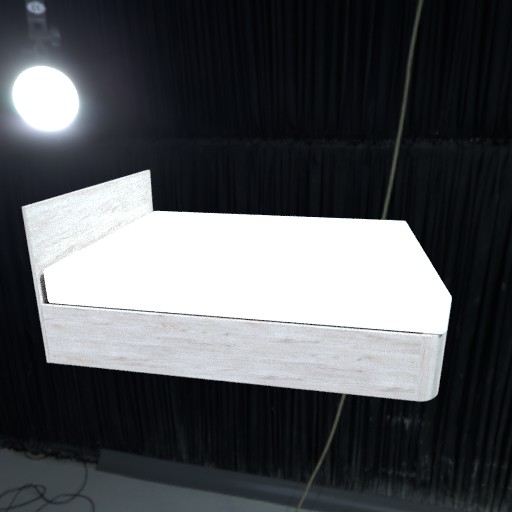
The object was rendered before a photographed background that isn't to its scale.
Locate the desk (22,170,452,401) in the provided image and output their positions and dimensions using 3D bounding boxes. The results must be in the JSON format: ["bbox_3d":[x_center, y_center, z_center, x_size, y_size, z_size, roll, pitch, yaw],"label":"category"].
[{"bbox_3d":[0.000,0.000,2.621,1.900,0.800,1.400,3,18,10],"label":"desk"}]
